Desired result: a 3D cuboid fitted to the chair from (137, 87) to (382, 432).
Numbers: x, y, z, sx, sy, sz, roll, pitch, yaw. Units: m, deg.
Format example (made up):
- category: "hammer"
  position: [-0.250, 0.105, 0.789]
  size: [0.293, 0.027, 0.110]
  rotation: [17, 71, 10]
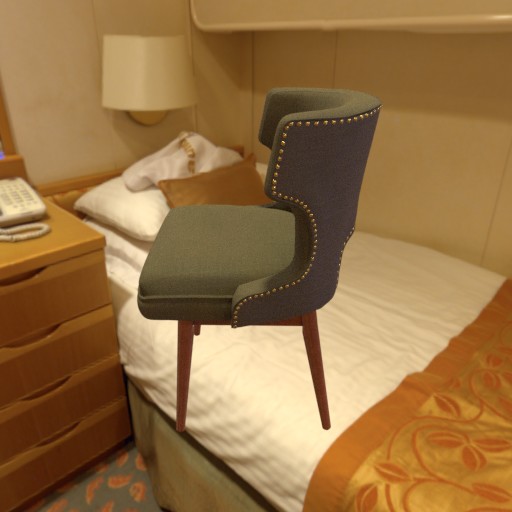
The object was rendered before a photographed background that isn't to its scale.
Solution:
- category: "chair"
  position: [0.000, 0.000, 1.248]
  size: [0.581, 0.863, 0.595]
  rotation: [0, 26, -1]
